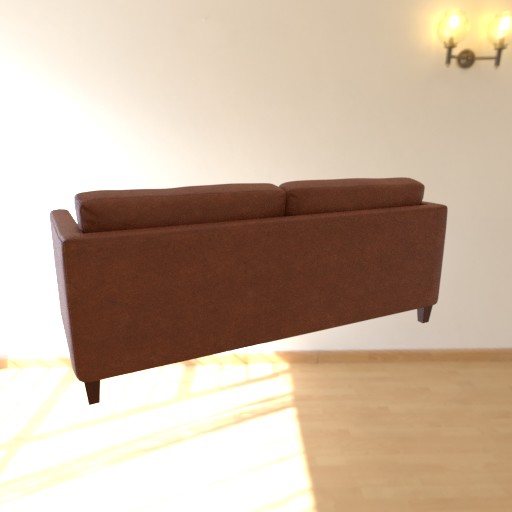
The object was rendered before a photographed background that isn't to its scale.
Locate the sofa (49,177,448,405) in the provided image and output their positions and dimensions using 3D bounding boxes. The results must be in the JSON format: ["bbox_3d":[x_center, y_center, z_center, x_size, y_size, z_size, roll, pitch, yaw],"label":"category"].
[{"bbox_3d":[0.000,0.000,2.693,2.204,0.932,0.950,-7,16,-26],"label":"sofa"}]
